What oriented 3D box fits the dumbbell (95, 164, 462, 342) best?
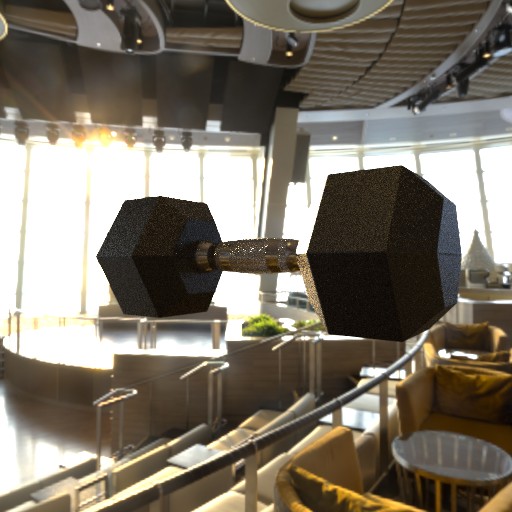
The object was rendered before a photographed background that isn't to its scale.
[{"bbox_3d":[0.000,0.000,0.384,0.315,0.113,0.129,-1,-1,35],"label":"dumbbell"}]
